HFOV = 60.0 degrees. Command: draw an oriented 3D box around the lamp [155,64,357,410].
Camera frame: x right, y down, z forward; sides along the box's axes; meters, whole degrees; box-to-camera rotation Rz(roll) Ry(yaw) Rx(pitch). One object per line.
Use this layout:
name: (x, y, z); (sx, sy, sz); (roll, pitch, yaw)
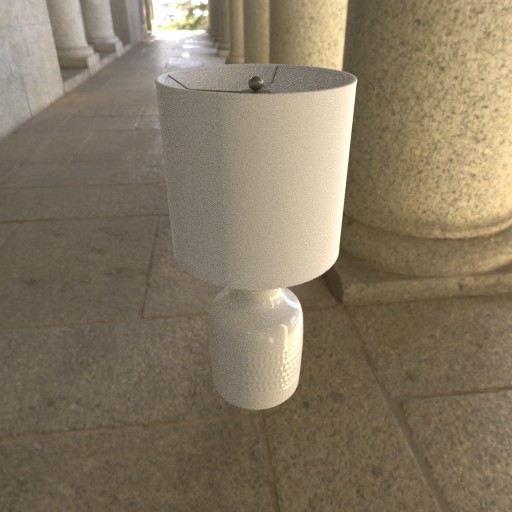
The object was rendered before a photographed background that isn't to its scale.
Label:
lamp: (0.000, 0.000, 0.516); (0.188, 0.392, 0.188); (-20, 35, -31)
